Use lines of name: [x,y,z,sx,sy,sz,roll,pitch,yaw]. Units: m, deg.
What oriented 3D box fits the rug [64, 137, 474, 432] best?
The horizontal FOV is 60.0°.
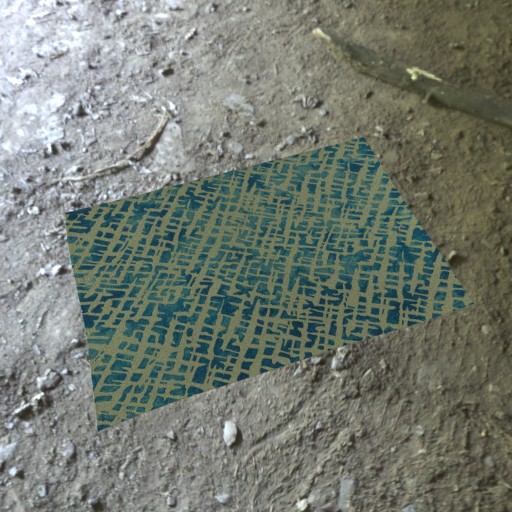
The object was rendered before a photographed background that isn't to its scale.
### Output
rug: [0.000,0.000,2.300,1.830,0.011,1.209,-16,60,-10]
